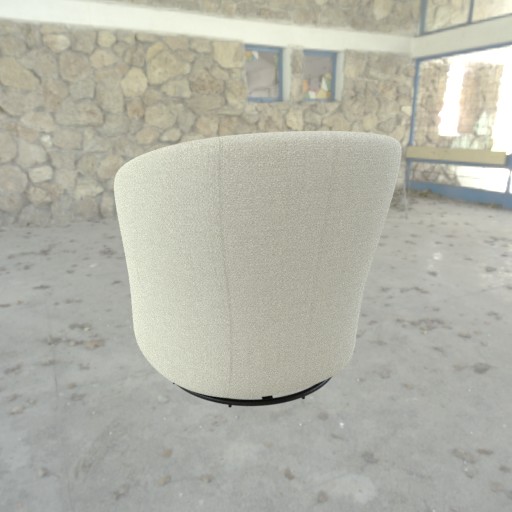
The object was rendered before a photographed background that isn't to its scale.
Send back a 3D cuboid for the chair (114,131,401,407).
[{"bbox_3d":[0.000,0.000,1.425,0.791,0.771,0.815,-7,17,-25],"label":"chair"}]
